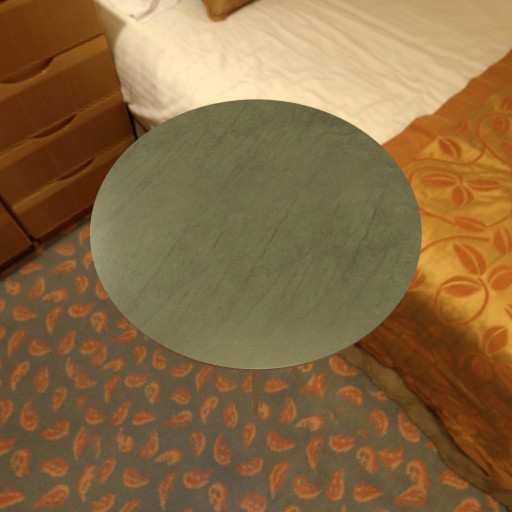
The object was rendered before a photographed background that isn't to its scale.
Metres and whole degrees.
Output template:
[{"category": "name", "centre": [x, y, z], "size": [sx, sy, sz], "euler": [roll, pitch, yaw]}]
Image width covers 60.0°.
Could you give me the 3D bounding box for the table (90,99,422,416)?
[{"category": "table", "centre": [0.000, 0.000, 1.281], "size": [0.800, 0.450, 0.800], "euler": [0, 59, 0]}]
